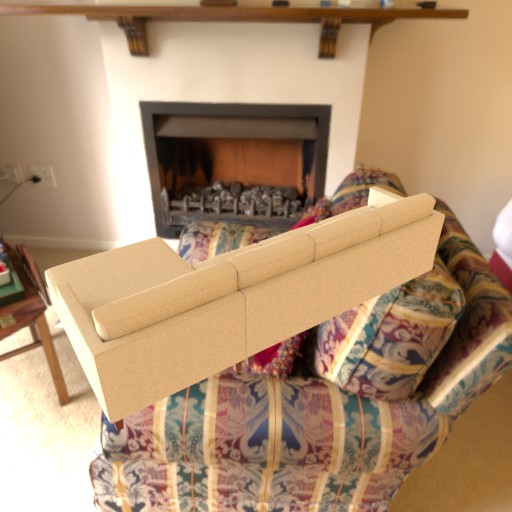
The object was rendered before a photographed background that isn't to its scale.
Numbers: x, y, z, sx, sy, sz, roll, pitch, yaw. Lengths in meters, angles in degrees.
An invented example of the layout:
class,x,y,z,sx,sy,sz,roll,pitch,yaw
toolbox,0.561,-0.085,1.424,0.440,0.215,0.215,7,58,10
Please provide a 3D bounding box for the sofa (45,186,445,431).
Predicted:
class,x,y,z,sx,sy,sz,roll,pitch,yaw
sofa,0.000,0.000,4.186,3.471,0.954,1.599,-20,36,-29
